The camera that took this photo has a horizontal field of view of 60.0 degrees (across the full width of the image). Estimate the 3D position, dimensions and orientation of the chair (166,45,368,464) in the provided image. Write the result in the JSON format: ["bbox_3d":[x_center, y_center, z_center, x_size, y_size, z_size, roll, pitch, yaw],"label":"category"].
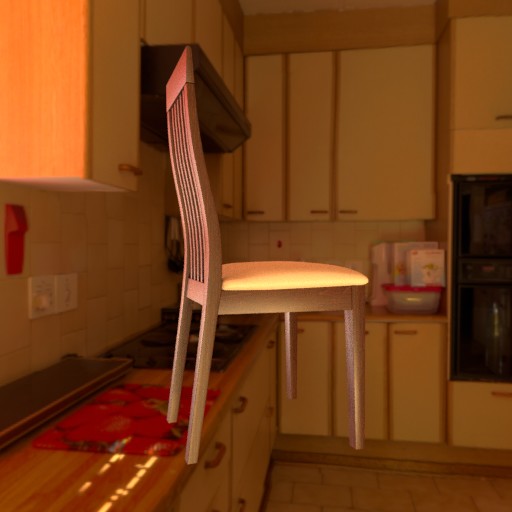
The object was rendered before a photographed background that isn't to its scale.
[{"bbox_3d":[0.000,0.000,1.298,0.474,1.027,0.460,-1,2,-21],"label":"chair"}]
